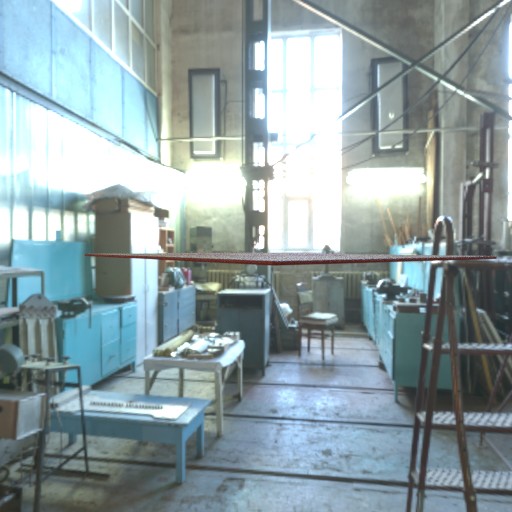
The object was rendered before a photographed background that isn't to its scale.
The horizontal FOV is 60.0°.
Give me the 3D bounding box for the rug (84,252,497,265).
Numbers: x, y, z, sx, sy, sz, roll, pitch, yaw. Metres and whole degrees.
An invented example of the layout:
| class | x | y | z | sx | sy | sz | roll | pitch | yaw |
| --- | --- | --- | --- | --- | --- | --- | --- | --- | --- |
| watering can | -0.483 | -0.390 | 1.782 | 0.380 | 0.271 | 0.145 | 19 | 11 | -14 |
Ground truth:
| class | x | y | z | sx | sy | sz | roll | pitch | yaw |
| --- | --- | --- | --- | --- | --- | --- | --- | --- | --- |
| rug | 0.000 | 0.000 | 2.232 | 1.194 | 0.013 | 1.802 | -1 | 1 | -36 |
